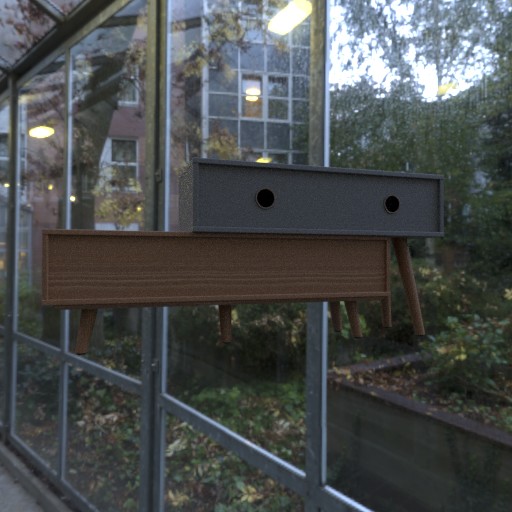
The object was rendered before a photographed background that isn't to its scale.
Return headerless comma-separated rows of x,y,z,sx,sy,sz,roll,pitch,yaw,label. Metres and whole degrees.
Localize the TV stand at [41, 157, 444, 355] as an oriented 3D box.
0.000,0.000,1.568,1.336,0.591,0.329,0,-1,-18,TV stand
